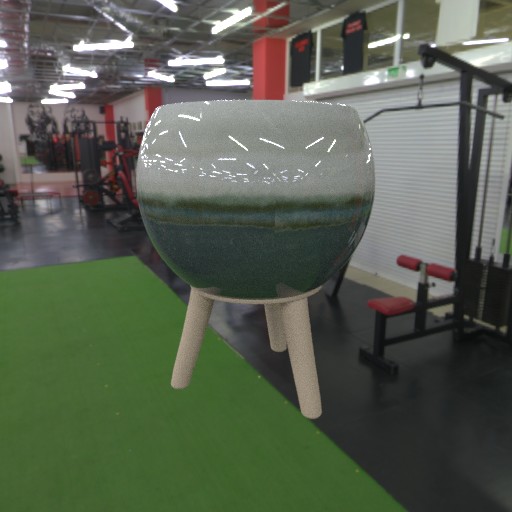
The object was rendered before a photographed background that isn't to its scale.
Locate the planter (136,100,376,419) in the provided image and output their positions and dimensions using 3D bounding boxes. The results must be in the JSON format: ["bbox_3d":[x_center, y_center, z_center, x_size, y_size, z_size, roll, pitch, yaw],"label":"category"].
[{"bbox_3d":[0.000,0.000,0.441,0.222,0.278,0.222,0,14,0],"label":"planter"}]
